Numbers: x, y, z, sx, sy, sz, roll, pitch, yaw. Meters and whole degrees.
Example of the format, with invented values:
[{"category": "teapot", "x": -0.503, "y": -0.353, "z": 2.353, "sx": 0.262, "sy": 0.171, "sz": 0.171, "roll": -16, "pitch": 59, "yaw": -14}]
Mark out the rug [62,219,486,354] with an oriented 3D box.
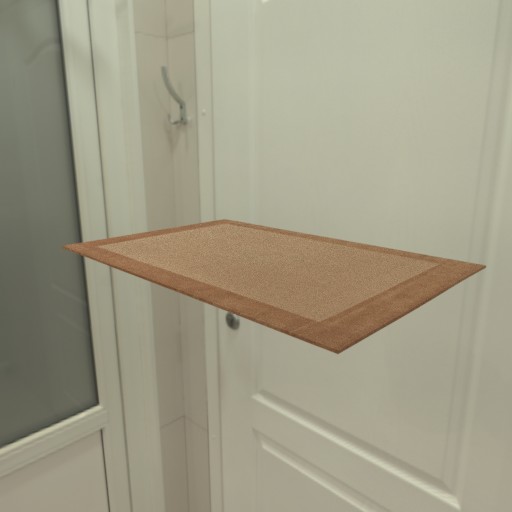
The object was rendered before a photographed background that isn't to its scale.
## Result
[{"category": "rug", "x": 0.000, "y": 0.000, "z": 2.272, "sx": 1.829, "sy": 0.014, "sz": 1.219, "roll": 14, "pitch": 20, "yaw": 42}]
